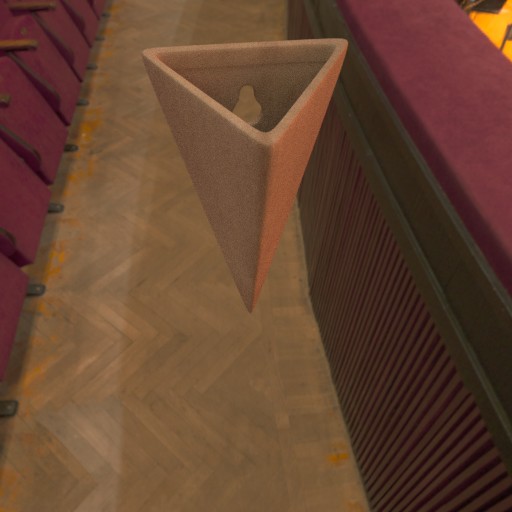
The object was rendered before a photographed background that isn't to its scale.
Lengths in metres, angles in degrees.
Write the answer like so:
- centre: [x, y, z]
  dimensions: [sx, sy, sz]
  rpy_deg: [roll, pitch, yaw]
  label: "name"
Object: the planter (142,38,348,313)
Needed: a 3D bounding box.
- centre: [0.000, 0.000, 0.273]
  dimensions: [0.101, 0.224, 0.081]
  rpy_deg: [-5, 48, -5]
  label: "planter"
